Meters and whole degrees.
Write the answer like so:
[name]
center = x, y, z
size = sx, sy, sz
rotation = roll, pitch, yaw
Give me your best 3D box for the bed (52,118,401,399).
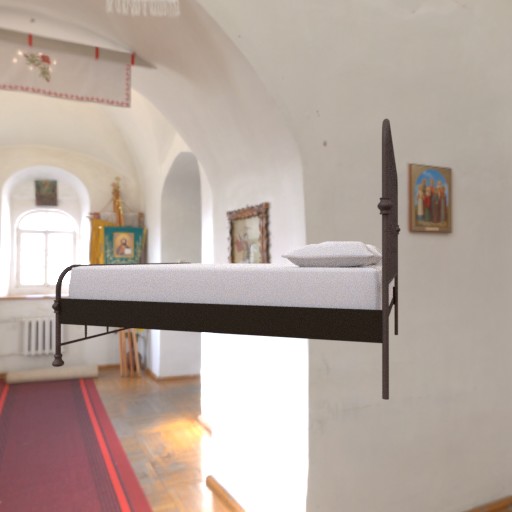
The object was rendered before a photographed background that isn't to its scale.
[bed]
center = 0.000, 0.000, 3.495
size = 2.134, 1.446, 2.044
rotation = 0, 0, 19
